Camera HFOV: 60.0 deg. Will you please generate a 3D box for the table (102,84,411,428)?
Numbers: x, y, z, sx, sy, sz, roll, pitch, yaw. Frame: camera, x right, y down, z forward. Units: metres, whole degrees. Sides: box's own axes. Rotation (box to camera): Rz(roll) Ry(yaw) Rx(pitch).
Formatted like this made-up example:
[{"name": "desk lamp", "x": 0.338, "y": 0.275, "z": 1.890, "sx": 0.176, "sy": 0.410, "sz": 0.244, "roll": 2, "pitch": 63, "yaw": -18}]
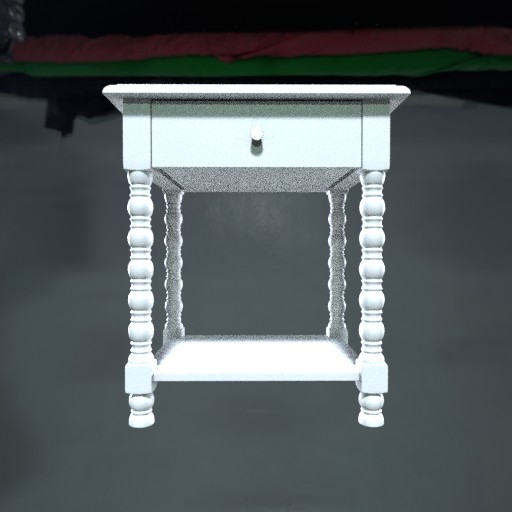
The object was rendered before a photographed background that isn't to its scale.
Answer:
[{"name": "table", "x": 0.000, "y": 0.000, "z": 0.855, "sx": 0.460, "sy": 0.531, "sz": 0.381, "roll": 0, "pitch": 1, "yaw": 0}]
